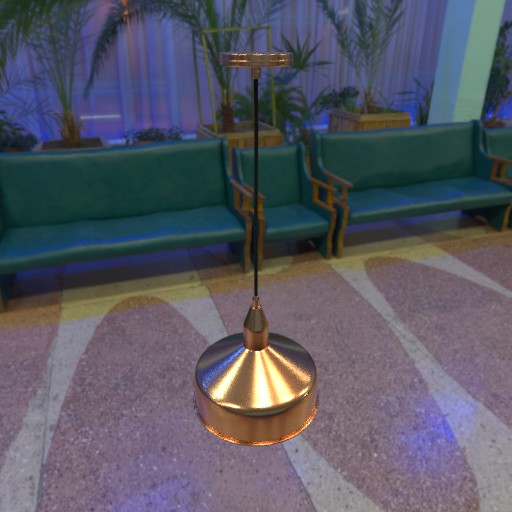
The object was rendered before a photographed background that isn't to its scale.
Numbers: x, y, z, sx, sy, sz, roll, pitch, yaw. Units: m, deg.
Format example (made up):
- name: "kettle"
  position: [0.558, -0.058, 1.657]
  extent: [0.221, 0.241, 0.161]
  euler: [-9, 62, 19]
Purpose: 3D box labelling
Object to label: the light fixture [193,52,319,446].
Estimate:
- name: "light fixture"
  position: [0.000, 0.000, 0.904]
  extent: [0.301, 0.754, 0.301]
  euler: [-8, 27, -15]
